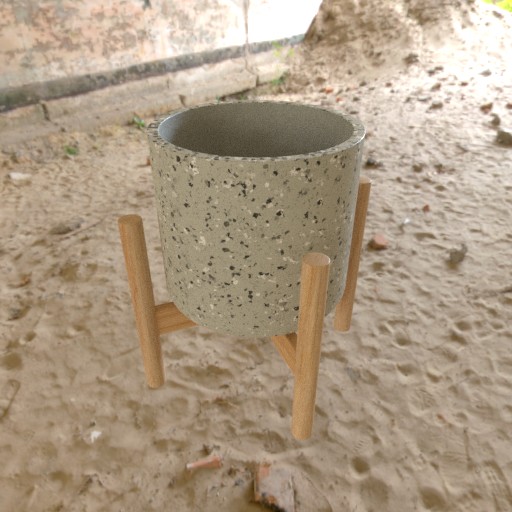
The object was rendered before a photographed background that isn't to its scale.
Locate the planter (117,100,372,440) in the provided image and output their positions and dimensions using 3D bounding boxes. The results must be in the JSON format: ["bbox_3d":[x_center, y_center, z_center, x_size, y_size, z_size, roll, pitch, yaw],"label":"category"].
[{"bbox_3d":[0.000,0.000,0.543,0.284,0.320,0.284,0,32,0],"label":"planter"}]
